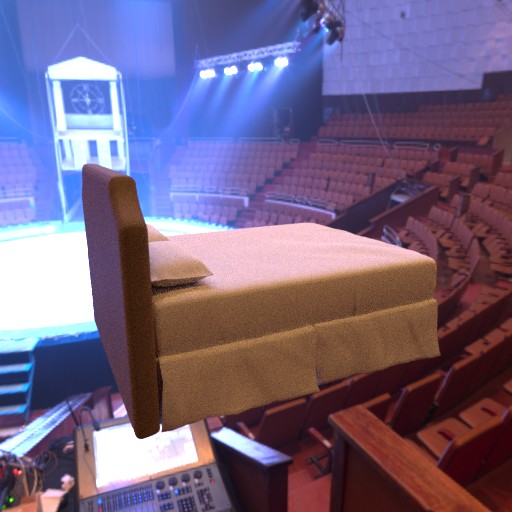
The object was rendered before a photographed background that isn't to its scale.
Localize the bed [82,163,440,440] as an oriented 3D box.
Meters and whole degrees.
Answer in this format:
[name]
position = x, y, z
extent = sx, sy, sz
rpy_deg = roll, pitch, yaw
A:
[bed]
position = 0.000, 0.000, 3.172
extent = 2.116, 1.290, 1.693
rpy_deg = -7, 16, -25
